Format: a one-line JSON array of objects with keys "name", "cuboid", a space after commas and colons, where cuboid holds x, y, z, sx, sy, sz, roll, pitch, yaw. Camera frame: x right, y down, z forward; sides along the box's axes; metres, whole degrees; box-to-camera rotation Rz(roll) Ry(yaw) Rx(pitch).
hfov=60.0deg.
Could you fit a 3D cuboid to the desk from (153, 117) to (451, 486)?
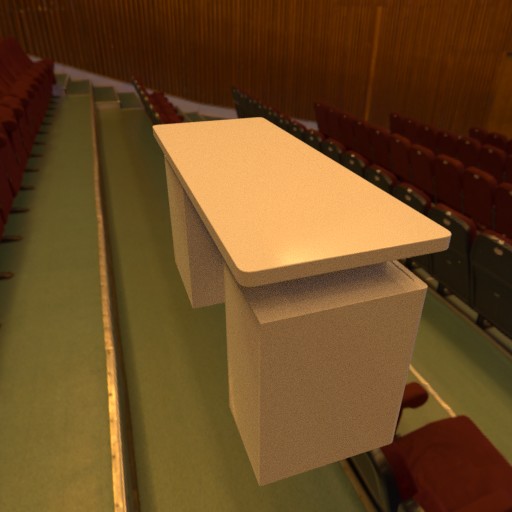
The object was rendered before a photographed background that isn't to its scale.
[{"name": "desk", "cuboid": [0.000, 0.000, 1.766, 0.550, 0.762, 1.400, -10, 31, -17]}]
